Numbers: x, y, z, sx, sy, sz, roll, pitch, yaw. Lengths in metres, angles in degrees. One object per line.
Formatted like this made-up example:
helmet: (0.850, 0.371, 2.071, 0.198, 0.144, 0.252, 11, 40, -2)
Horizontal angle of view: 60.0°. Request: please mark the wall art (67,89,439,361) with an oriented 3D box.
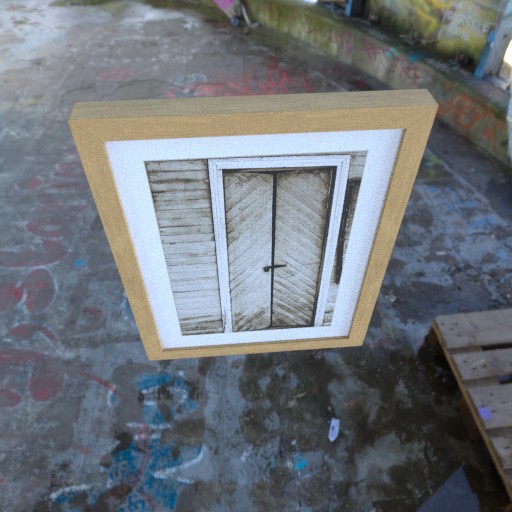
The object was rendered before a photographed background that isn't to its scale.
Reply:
wall art: (0.000, 0.000, 0.519, 0.312, 0.380, 0.030, -3, 47, -3)
